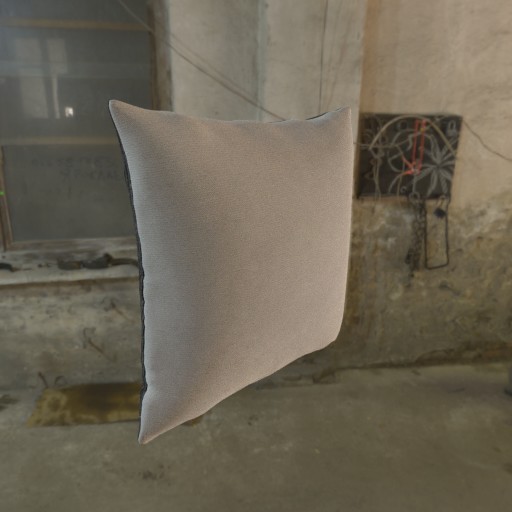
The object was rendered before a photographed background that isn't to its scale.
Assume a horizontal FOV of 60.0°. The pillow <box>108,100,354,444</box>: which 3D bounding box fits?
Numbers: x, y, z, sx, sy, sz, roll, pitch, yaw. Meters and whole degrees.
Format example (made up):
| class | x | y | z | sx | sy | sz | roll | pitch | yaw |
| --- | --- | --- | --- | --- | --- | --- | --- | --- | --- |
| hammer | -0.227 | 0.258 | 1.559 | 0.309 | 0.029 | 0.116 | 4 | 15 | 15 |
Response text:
| class | x | y | z | sx | sy | sz | roll | pitch | yaw |
| --- | --- | --- | --- | --- | --- | --- | --- | --- | --- |
| pillow | 0.000 | 0.000 | 0.666 | 0.433 | 0.434 | 0.196 | -16 | 23 | -41 |
